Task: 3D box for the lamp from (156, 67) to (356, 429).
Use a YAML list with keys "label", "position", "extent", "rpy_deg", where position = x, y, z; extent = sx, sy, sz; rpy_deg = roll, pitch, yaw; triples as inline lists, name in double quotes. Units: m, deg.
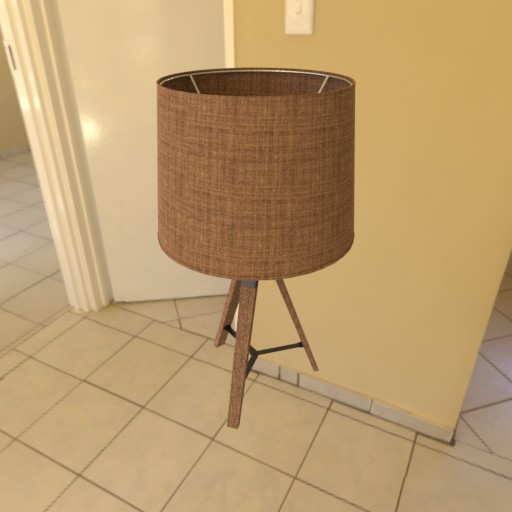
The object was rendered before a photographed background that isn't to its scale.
- label: "lamp"
  position: [0.000, 0.000, 0.688]
  extent: [0.290, 0.514, 0.290]
  rpy_deg: [0, 29, 0]
